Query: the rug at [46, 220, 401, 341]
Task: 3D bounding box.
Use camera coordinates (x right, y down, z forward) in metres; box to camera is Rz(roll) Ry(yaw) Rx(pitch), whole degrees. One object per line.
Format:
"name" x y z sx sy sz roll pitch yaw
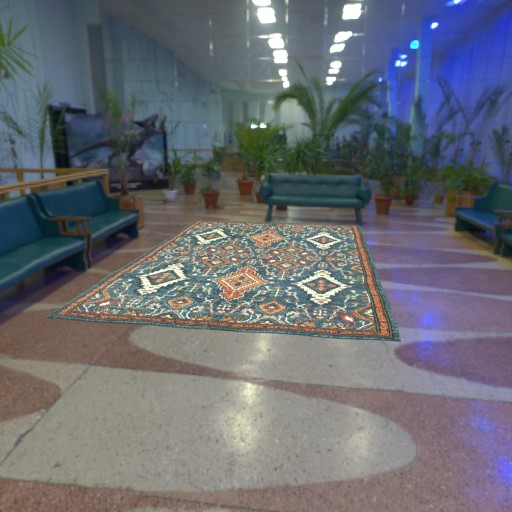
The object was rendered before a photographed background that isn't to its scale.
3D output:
"rug" 0.000 0.000 4.221 2.190 0.008 3.371 2 15 9
